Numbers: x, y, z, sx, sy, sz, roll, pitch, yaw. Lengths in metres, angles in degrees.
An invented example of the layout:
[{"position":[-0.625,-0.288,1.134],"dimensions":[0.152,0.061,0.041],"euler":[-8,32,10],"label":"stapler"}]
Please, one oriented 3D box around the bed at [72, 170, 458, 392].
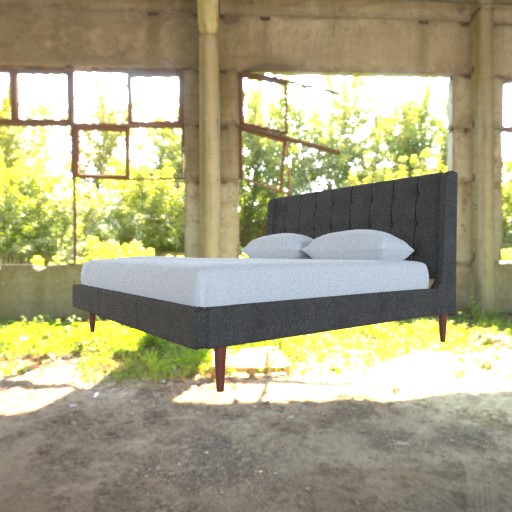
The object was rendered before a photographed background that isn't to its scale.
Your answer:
[{"position":[0.000,0.000,2.558],"dimensions":[1.638,0.933,1.531],"euler":[0,0,-37],"label":"bed"}]
